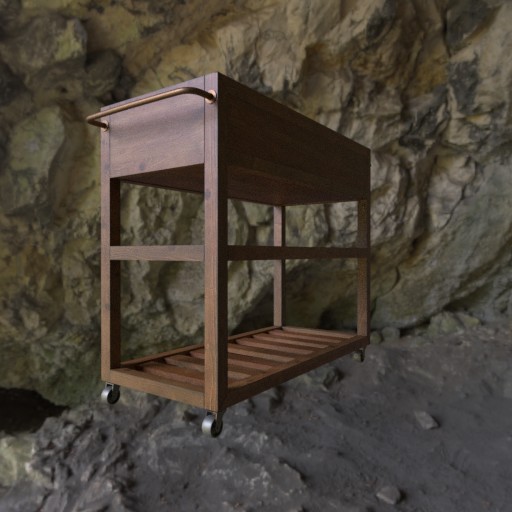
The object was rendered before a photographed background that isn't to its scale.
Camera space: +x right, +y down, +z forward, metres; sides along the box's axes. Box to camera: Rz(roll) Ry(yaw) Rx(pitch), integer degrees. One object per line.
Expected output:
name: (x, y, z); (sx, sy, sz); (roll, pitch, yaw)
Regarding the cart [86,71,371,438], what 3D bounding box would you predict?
cart: (0.000, 0.000, 1.491); (0.445, 0.830, 1.065); (0, 0, 36)
